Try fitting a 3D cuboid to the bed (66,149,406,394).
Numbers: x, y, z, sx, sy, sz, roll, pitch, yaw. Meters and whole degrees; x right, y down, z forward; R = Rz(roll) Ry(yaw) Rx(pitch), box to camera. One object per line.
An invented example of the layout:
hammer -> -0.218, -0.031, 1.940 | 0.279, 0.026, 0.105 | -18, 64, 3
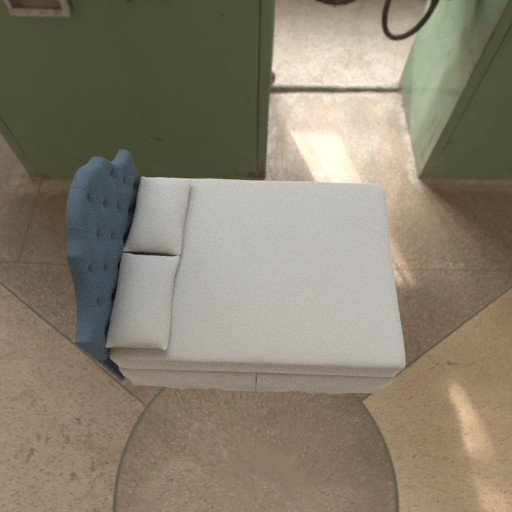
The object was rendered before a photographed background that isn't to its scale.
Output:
bed -> 0.000, 0.000, 3.238 | 2.155, 1.575, 1.636 | 2, 62, 1
